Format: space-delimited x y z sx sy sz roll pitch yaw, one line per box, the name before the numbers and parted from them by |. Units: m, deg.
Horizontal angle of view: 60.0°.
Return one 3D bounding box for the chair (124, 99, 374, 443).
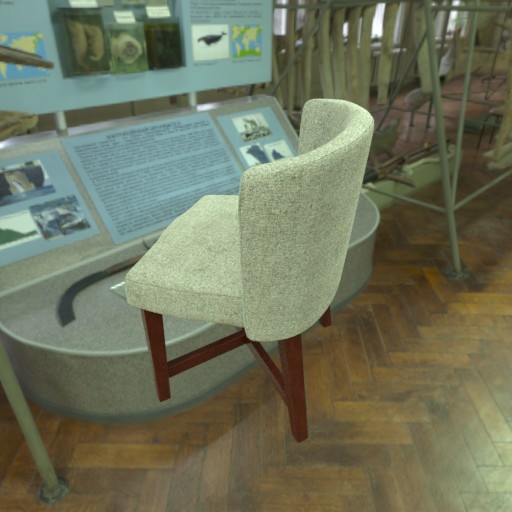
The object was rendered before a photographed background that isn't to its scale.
chair | 0.000 0.000 1.306 0.575 0.827 0.728 8 31 13
